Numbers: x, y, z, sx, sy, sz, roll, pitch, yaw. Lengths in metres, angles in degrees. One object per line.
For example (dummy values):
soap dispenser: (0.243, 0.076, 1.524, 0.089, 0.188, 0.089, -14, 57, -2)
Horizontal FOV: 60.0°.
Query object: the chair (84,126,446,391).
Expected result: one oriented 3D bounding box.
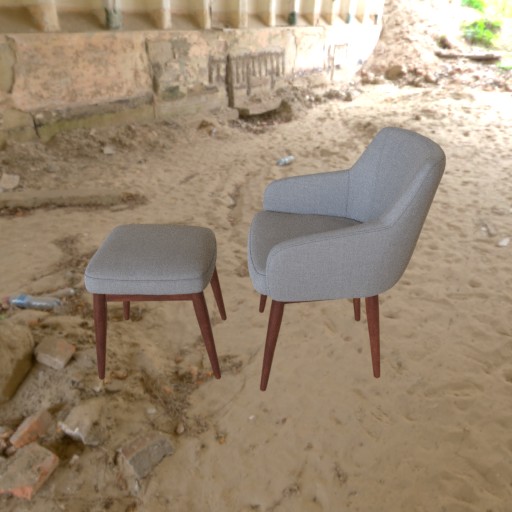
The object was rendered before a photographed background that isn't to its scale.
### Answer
chair: (0.000, 0.000, 1.533, 1.107, 0.799, 0.584, 0, 28, 0)
